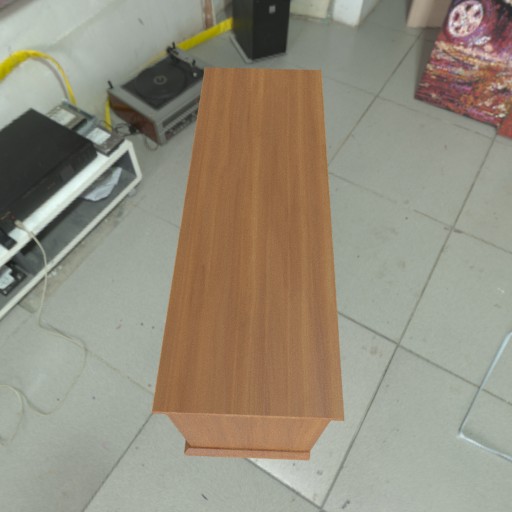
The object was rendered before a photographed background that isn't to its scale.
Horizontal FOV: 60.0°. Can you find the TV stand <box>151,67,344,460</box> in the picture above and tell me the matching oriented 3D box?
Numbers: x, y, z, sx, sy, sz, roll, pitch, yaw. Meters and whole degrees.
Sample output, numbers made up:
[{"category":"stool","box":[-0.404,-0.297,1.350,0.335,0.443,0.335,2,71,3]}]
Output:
[{"category":"TV stand","box":[0.000,0.000,1.504,0.417,0.607,1.181,2,58,1]}]
